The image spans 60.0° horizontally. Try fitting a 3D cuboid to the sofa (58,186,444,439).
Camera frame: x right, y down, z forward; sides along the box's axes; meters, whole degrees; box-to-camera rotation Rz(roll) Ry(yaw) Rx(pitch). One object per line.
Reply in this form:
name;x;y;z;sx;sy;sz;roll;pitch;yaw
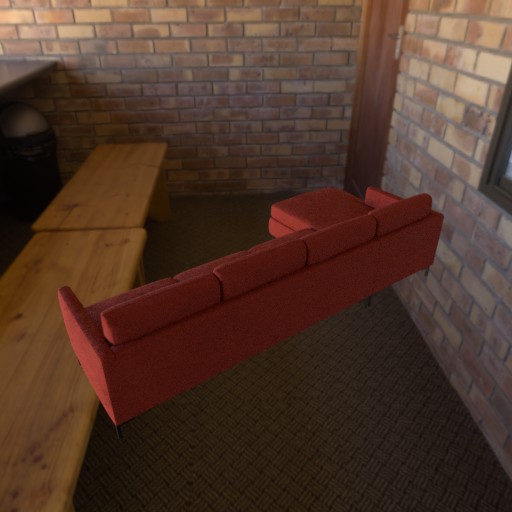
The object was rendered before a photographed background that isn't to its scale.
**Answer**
sofa;0.000;0.000;2.925;2.467;0.663;1.136;-20;36;-31
